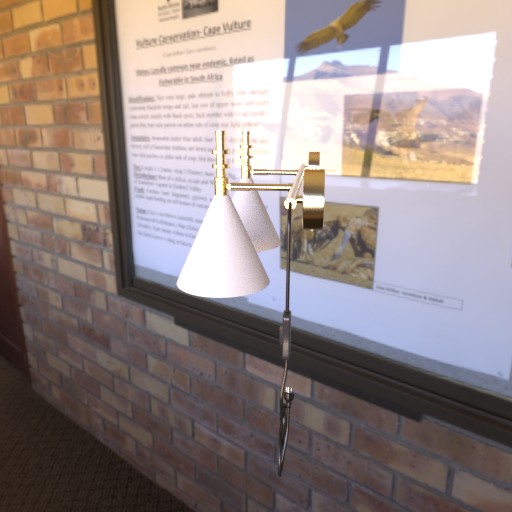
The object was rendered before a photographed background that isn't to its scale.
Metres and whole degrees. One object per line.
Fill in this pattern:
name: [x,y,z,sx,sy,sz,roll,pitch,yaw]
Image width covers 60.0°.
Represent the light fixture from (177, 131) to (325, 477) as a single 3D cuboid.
light fixture: [0.000,0.000,0.862,0.239,0.468,0.642,2,16,7]
